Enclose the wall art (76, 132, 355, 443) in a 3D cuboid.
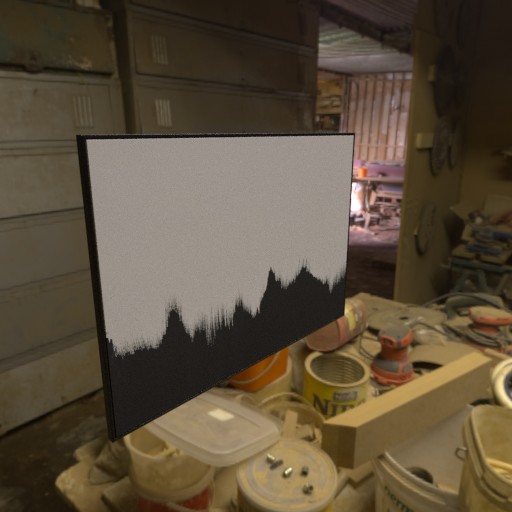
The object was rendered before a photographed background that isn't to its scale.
[{"bbox_3d":[0.000,0.000,1.239,0.019,0.660,0.957,14,21,41],"label":"wall art"}]
